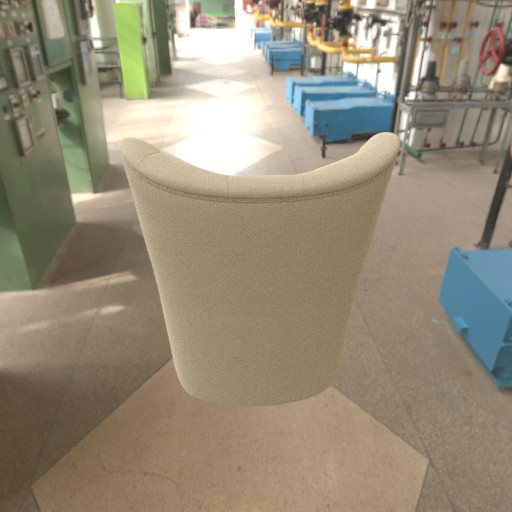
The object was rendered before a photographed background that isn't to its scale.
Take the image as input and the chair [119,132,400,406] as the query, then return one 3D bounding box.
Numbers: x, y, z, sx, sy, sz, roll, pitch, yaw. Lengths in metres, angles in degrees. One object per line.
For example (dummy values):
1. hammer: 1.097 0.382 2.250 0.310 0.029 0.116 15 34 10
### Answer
1. chair: 0.000 0.000 1.759 0.831 1.079 0.929 -2 30 -3
